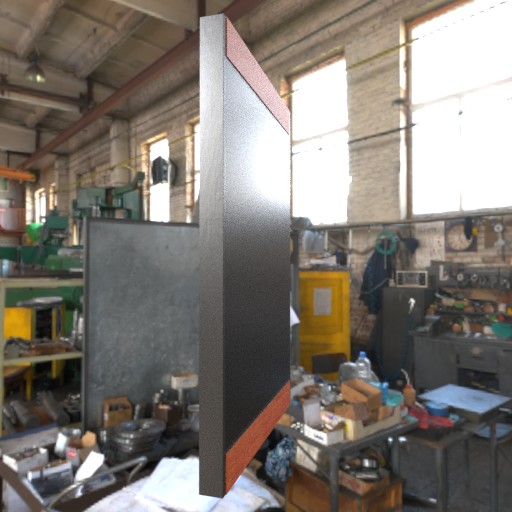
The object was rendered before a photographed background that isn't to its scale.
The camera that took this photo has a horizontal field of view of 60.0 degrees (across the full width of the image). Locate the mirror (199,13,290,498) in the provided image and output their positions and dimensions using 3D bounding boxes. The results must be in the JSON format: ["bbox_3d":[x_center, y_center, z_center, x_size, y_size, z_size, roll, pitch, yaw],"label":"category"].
[{"bbox_3d":[0.000,0.000,1.008,0.047,0.823,0.525,0,-1,17],"label":"mirror"}]
